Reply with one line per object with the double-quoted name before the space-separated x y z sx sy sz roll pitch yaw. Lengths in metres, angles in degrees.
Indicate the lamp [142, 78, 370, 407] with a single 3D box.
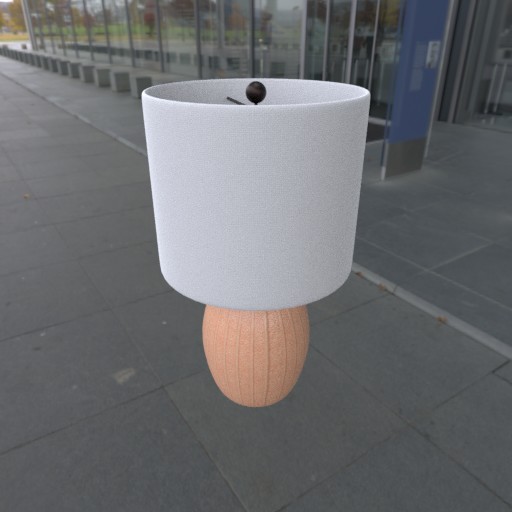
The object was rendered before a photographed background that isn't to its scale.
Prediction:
"lamp" 0.000 0.000 0.774 0.329 0.570 0.329 0 27 0
